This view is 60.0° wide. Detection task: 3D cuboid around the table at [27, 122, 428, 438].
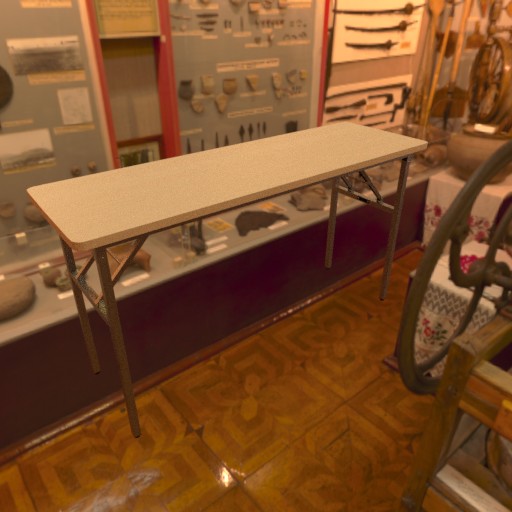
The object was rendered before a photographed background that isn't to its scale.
[{"bbox_3d":[0.000,0.000,1.720,1.397,0.750,0.446,-21,36,-32],"label":"table"}]
